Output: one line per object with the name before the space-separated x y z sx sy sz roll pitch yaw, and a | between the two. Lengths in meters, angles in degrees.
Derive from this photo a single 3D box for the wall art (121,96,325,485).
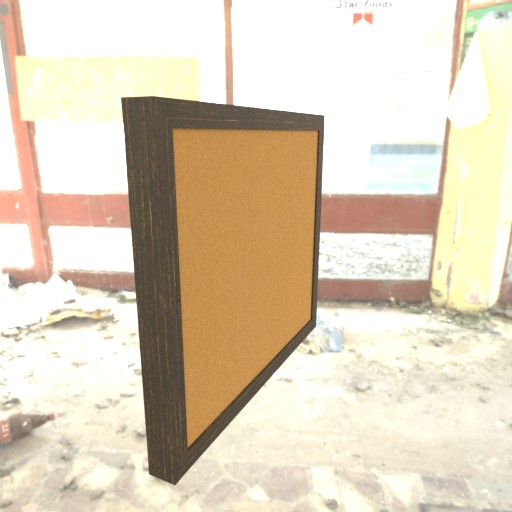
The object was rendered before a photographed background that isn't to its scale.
wall art | 0.000 0.000 0.525 0.031 0.330 0.381 8 17 26
